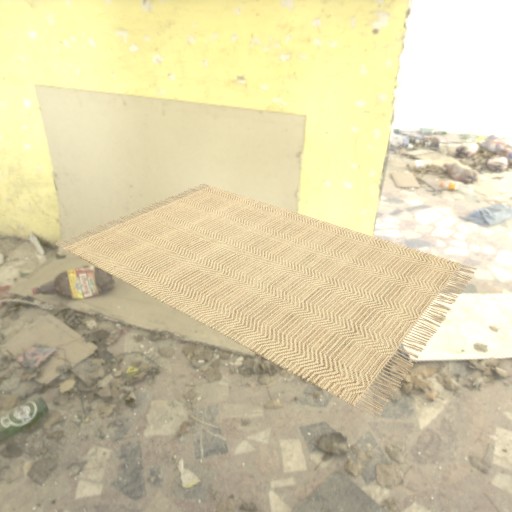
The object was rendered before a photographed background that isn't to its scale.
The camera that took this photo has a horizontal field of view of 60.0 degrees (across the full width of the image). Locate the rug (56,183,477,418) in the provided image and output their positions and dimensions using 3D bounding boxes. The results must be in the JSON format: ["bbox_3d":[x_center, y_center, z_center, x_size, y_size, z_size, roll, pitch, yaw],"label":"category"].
[{"bbox_3d":[0.000,0.000,2.447,2.021,0.027,1.224,22,36,32],"label":"rug"}]
